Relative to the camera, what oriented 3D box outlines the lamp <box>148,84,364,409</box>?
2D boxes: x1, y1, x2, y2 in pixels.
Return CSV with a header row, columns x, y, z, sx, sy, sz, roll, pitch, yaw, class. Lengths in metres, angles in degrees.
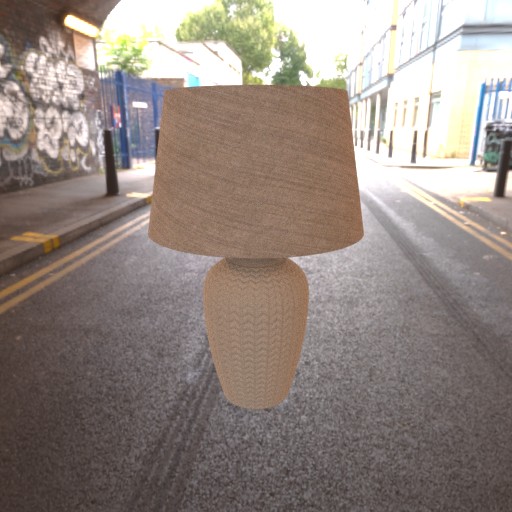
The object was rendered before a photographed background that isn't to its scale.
x,y,z,sx,sy,sz,roll,pitch,yaw,class
0.000,0.000,0.837,0.390,0.580,0.390,0,16,0,lamp
